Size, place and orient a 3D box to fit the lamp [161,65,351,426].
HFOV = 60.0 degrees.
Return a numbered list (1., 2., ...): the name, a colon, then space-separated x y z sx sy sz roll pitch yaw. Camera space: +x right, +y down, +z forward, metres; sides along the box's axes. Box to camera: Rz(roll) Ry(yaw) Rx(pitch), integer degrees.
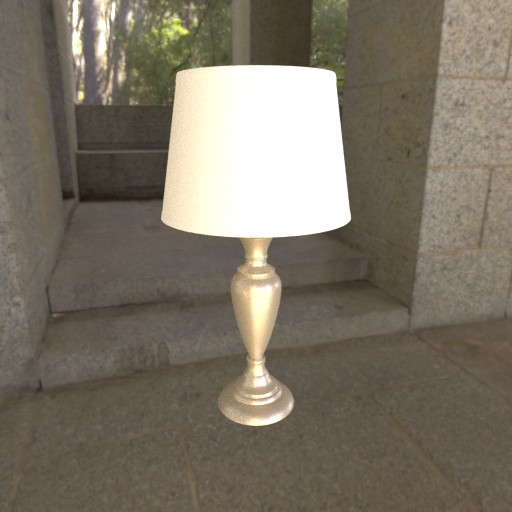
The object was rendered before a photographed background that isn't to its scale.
1. lamp: 0.000 0.000 0.805 0.328 0.612 0.328 0 17 0
